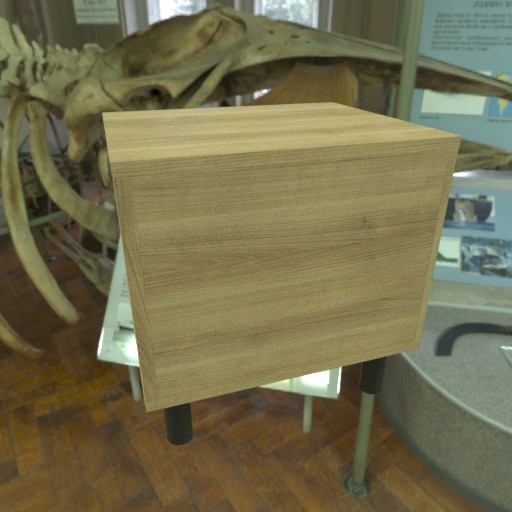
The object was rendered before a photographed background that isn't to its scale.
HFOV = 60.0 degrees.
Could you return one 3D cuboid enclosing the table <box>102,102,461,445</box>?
[{"bbox_3d":[0.000,0.000,0.783,0.445,0.460,0.380,-8,27,-17],"label":"table"}]
